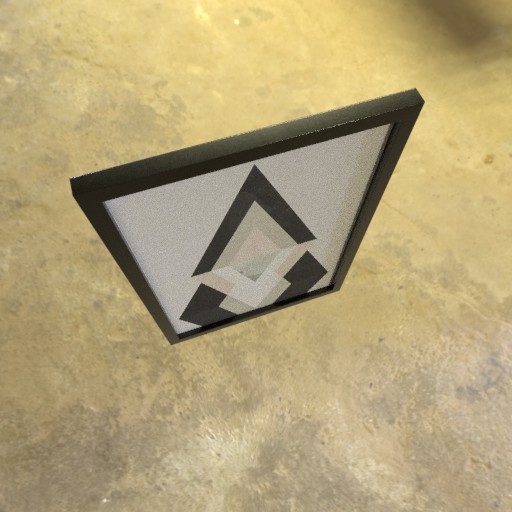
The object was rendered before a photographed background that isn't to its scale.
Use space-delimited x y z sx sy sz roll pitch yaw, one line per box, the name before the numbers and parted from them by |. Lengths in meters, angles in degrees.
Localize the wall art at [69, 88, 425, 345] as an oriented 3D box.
wall art | 0.000 0.000 0.583 0.314 0.455 0.019 -17 65 -8
